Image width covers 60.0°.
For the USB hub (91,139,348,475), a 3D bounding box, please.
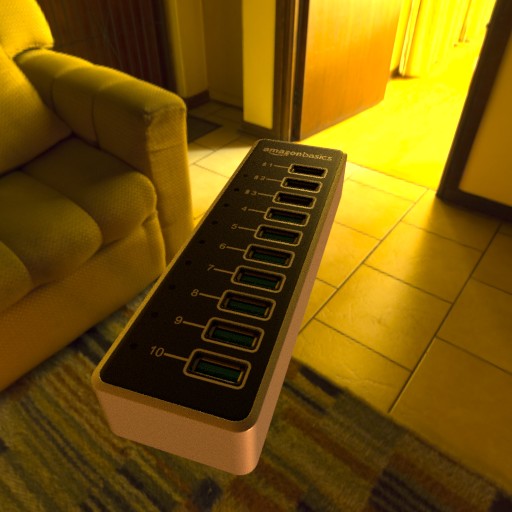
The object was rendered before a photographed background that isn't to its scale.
[{"bbox_3d":[0.000,0.000,0.164,0.044,0.023,0.145,12,42,13],"label":"USB hub"}]
